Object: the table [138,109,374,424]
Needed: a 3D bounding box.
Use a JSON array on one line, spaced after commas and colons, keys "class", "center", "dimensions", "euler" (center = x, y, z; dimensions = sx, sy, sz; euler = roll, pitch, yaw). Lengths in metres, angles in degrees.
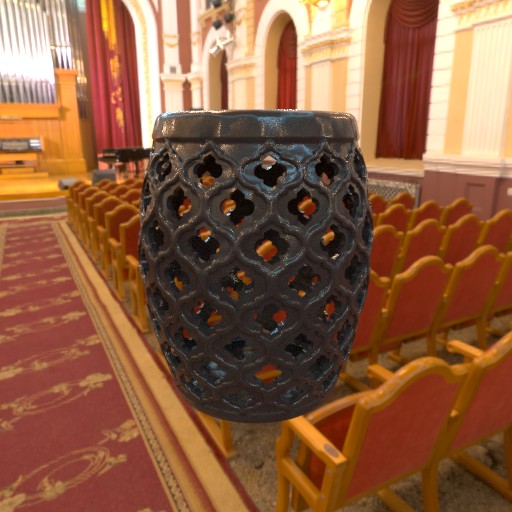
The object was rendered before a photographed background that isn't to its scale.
[{"class": "table", "center": [0.000, 0.000, 0.638], "dimensions": [0.325, 0.388, 0.325], "euler": [0, 15, 0]}]
